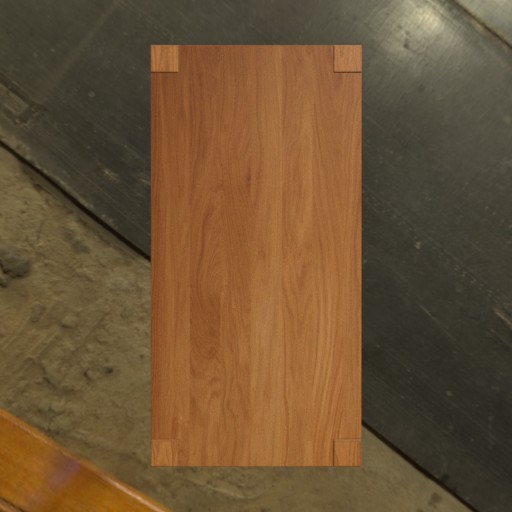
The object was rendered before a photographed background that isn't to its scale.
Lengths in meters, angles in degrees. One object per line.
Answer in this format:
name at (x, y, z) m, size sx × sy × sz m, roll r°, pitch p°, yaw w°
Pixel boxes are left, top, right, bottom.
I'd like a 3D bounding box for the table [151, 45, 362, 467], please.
table at (0.000, 0.000, 2.270) m, size 0.900 × 0.760 × 1.800 m, roll 0°, pitch 90°, yaw 0°
